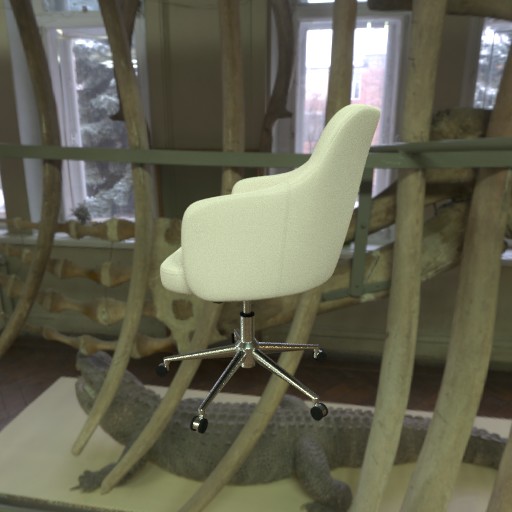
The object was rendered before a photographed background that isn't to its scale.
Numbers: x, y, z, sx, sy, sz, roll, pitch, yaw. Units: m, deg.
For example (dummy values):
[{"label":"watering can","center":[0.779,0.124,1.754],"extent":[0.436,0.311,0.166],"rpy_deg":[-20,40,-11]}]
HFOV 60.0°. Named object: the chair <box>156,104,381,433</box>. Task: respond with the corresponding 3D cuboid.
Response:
[{"label":"chair","center":[0.000,0.000,1.295],"extent":[0.647,0.819,0.602],"rpy_deg":[2,15,8]}]
